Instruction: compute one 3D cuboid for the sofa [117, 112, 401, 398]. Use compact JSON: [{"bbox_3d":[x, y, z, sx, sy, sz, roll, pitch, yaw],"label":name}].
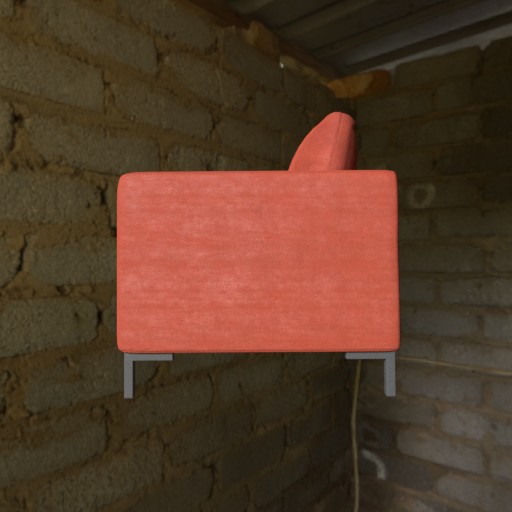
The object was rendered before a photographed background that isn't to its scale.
[{"bbox_3d":[0.000,0.000,2.076,0.864,0.896,1.574,0,-1,0],"label":"sofa"}]
